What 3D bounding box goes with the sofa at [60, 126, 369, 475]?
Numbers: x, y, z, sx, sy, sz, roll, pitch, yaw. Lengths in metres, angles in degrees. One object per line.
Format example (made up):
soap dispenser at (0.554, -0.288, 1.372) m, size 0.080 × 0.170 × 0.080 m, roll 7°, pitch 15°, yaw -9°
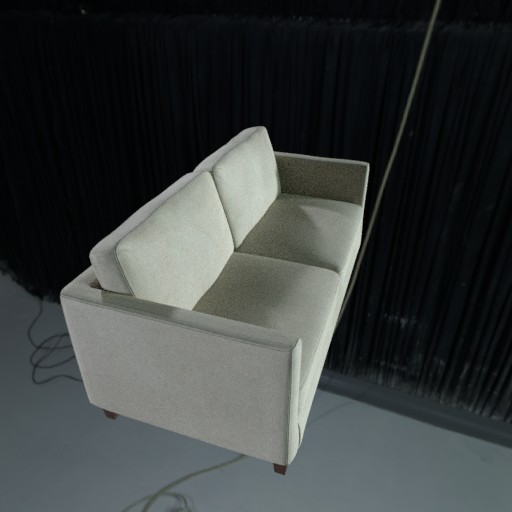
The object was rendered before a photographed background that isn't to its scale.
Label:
sofa at (0.000, 0.000, 2.371) m, size 0.950 × 0.940 × 1.846 m, roll 10°, pitch 33°, yaw 16°
